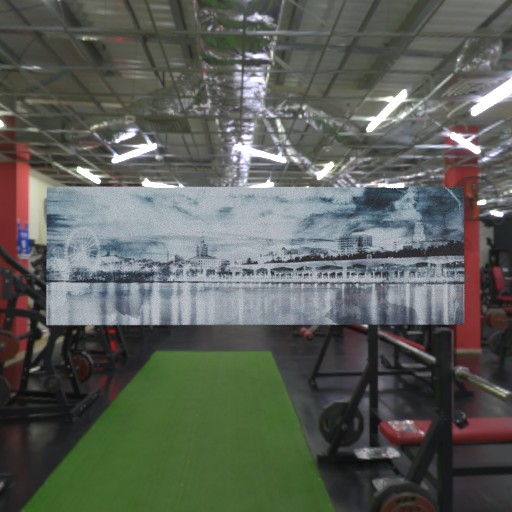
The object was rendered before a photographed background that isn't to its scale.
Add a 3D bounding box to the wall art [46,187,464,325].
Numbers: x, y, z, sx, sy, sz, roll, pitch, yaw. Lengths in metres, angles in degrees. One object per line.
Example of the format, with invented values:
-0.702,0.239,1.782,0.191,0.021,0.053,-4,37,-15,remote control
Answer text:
0.000,0.000,0.824,0.759,0.251,0.037,0,0,0,wall art
